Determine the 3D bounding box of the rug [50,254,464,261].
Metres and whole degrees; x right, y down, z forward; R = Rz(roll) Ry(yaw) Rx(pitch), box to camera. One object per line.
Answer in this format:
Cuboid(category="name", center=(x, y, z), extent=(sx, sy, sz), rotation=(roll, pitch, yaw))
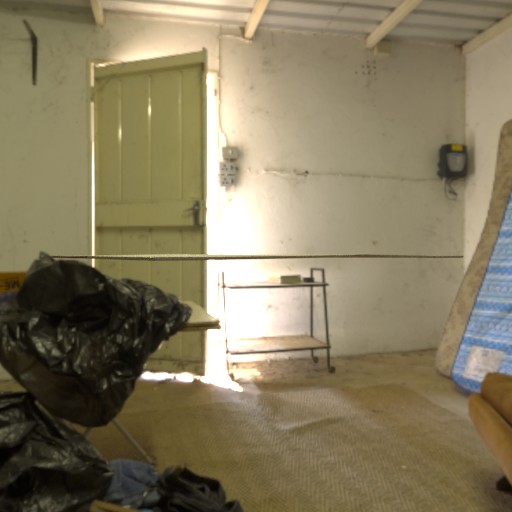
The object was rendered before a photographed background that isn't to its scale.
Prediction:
Cuboid(category="rug", center=(0.000, 0.000, 4.293), extent=(3.202, 0.045, 2.434), rotation=(0, 0, -37))
